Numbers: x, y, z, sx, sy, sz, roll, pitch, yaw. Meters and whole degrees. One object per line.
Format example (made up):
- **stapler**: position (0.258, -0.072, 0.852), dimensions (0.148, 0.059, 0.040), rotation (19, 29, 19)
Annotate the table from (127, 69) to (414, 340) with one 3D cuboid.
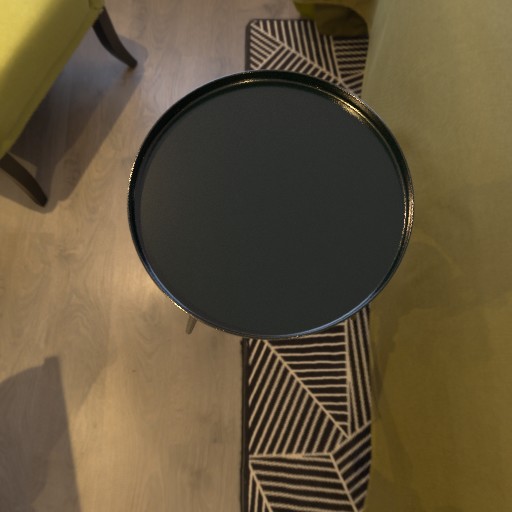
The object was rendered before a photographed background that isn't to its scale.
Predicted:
- **table**: position (0.000, 0.000, 0.831), dimensions (0.415, 0.548, 0.403), rotation (-30, 78, -7)
